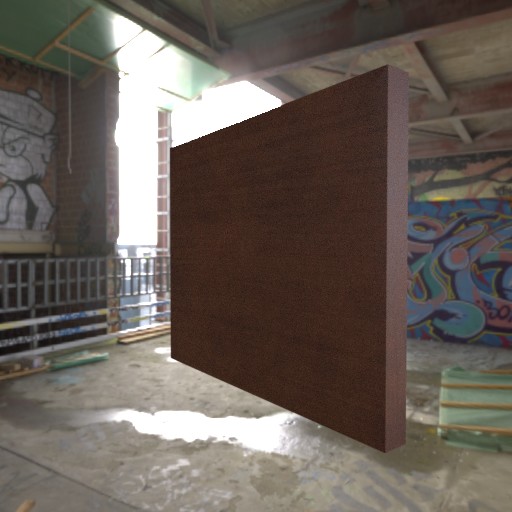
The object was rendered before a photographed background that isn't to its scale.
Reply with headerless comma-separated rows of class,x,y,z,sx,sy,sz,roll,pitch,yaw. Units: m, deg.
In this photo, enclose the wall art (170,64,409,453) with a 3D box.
wall art,0.000,0.000,0.542,0.030,0.328,0.401,-1,2,-37
